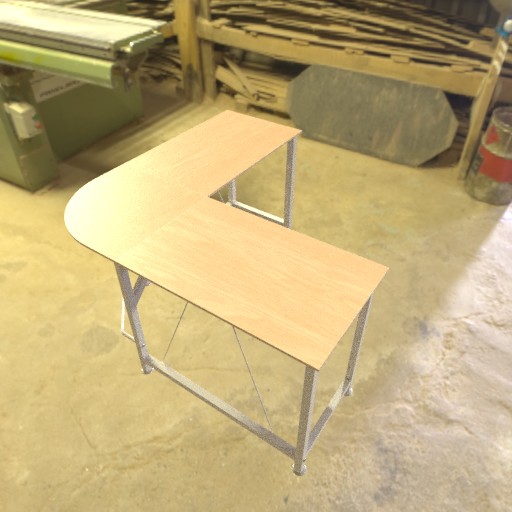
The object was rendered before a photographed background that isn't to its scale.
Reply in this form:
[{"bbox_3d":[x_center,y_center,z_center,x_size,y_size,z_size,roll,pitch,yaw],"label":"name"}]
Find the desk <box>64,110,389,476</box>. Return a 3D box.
[{"bbox_3d":[0.000,0.000,2.267,1.400,0.762,1.400,24,45,26],"label":"desk"}]
